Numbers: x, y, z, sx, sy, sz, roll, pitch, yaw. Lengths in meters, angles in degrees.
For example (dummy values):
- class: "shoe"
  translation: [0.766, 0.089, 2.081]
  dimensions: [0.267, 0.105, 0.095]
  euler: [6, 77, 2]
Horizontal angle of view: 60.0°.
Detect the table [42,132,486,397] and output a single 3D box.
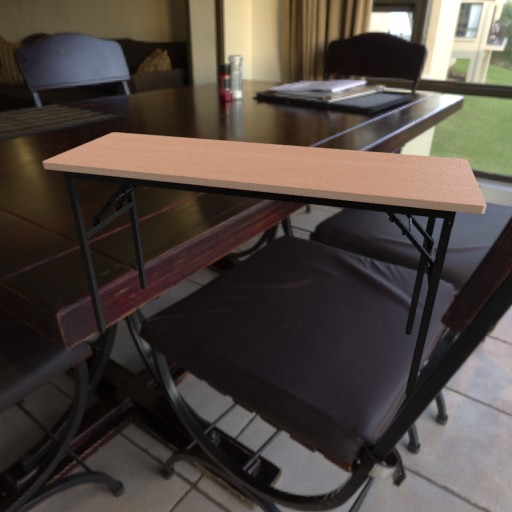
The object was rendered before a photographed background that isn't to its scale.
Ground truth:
- class: "table"
  translation: [0.000, 0.000, 1.705]
  dimensions: [1.397, 0.750, 0.447]
  euler: [8, 30, 14]
